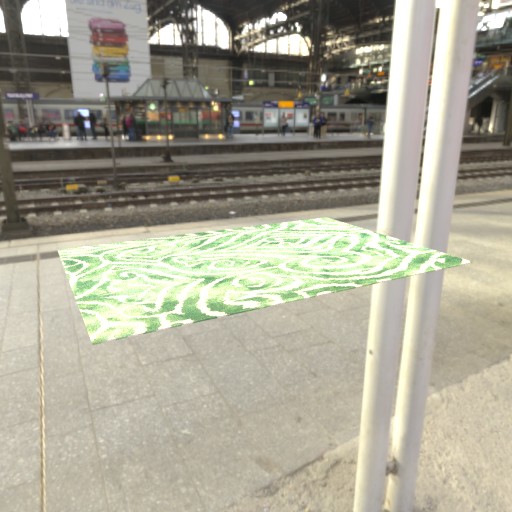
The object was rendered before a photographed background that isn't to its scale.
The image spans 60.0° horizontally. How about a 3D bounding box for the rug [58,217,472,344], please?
[{"bbox_3d":[0.000,0.000,2.336,1.826,0.006,1.220,-9,19,-27],"label":"rug"}]
